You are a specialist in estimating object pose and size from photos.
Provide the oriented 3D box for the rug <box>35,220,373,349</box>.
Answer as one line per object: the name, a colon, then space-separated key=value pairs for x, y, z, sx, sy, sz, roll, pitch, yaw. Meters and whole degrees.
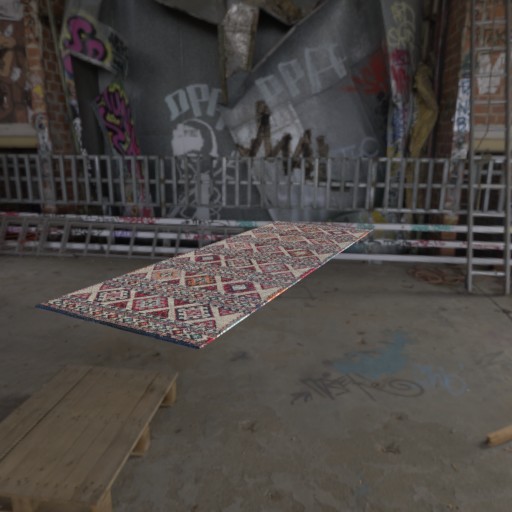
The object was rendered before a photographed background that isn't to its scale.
rug: x=0.000 y=0.000 z=2.651 sx=0.832 sy=0.008 sz=2.362 roll=7 pitch=16 yaw=27
